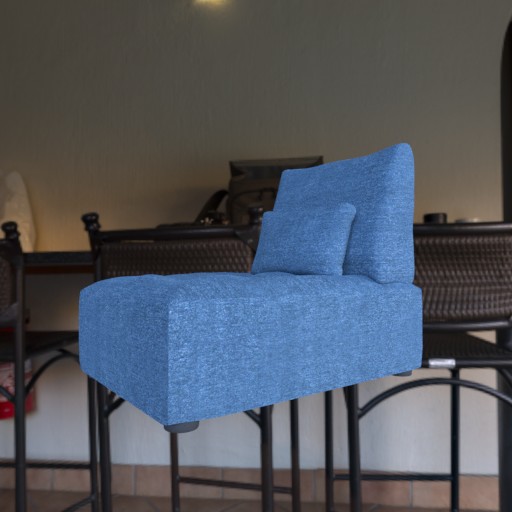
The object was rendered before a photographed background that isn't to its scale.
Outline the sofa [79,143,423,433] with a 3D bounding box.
[{"bbox_3d":[0.000,0.000,1.549,1.000,0.820,0.700,1,-1,-37],"label":"sofa"}]
